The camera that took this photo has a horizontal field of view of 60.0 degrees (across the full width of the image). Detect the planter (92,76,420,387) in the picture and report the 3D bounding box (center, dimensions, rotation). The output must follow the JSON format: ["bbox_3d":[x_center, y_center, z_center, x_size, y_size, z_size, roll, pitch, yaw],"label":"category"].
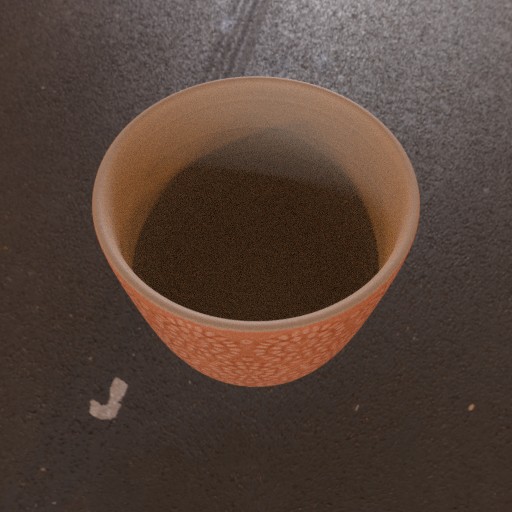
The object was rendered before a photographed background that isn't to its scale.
[{"bbox_3d":[0.000,0.000,0.365,0.208,0.190,0.208,0,59,0],"label":"planter"}]
